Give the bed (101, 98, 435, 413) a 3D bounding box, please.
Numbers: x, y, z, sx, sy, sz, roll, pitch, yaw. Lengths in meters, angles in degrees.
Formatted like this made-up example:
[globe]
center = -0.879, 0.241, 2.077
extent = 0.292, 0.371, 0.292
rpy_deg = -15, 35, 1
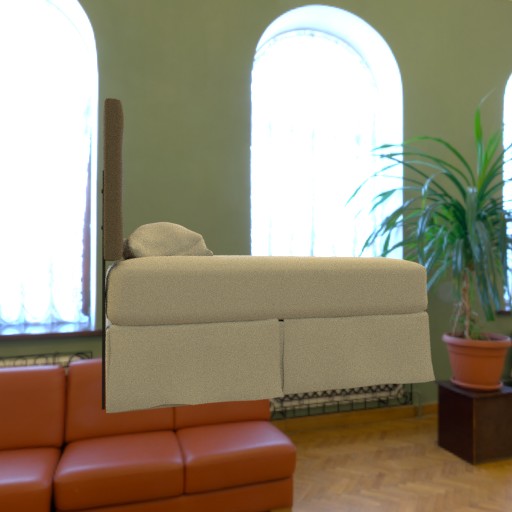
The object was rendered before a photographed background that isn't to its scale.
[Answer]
[bed]
center = 0.000, 0.000, 3.039
extent = 1.997, 1.571, 1.261
rpy_deg = 0, -1, -19
